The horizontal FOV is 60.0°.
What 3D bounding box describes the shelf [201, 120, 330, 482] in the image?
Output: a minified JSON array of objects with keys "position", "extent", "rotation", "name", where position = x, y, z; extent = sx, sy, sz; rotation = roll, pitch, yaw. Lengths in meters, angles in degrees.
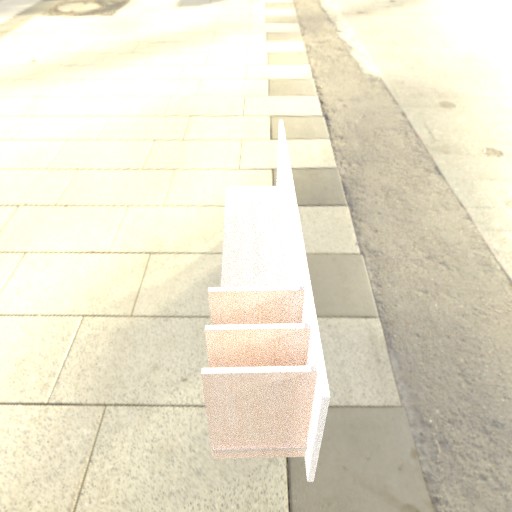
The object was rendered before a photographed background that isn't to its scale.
[{"position":[0.000,0.000,1.158],"extent":[0.200,0.300,1.020],"rotation":[-1,40,-1],"name":"shelf"}]
